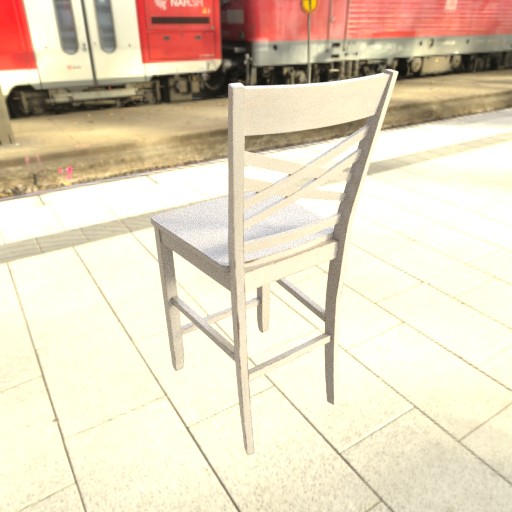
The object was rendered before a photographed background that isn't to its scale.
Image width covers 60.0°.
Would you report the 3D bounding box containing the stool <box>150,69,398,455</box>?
[{"bbox_3d":[0.000,0.000,1.365,0.462,1.079,0.539,-18,33,-30],"label":"stool"}]
